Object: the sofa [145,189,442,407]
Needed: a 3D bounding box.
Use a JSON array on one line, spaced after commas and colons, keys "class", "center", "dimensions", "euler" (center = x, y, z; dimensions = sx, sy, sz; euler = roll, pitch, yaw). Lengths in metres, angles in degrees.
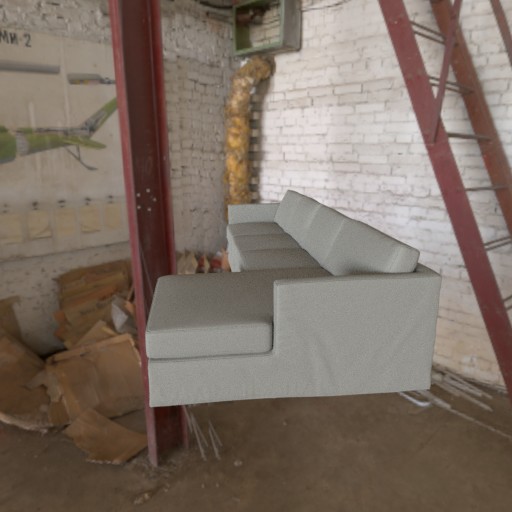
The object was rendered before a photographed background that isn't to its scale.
[{"class": "sofa", "center": [0.000, 0.000, 3.874], "dimensions": [1.622, 0.867, 3.177], "euler": [-2, 14, -8]}]
